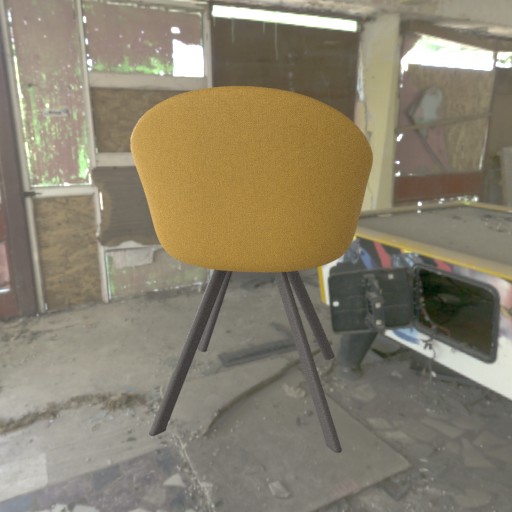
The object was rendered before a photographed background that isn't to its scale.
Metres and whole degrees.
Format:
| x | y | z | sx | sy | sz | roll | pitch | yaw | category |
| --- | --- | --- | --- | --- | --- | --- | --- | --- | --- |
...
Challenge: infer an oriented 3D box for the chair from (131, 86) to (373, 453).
| x | y | z | sx | sy | sz | roll | pitch | yaw | category |
| --- | --- | --- | --- | --- | --- | --- | --- | --- | --- |
| 0.000 | 0.000 | 1.181 | 0.551 | 0.793 | 0.583 | 2 | 15 | 7 | chair |
